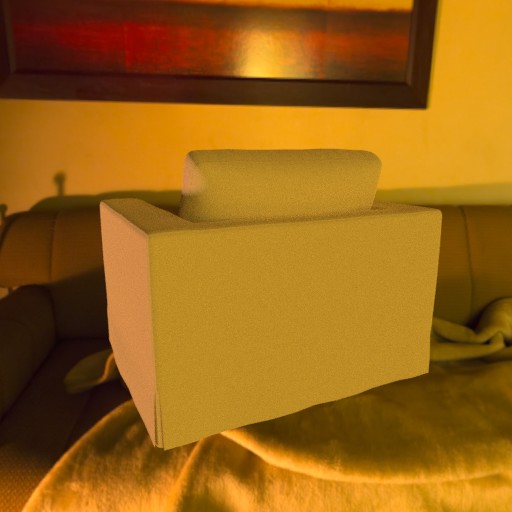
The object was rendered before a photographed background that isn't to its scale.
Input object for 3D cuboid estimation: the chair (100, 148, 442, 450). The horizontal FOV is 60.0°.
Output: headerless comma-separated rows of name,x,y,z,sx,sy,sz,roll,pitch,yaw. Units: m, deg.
chair,0.000,0.000,1.868,1.150,0.878,0.957,-7,15,-26
